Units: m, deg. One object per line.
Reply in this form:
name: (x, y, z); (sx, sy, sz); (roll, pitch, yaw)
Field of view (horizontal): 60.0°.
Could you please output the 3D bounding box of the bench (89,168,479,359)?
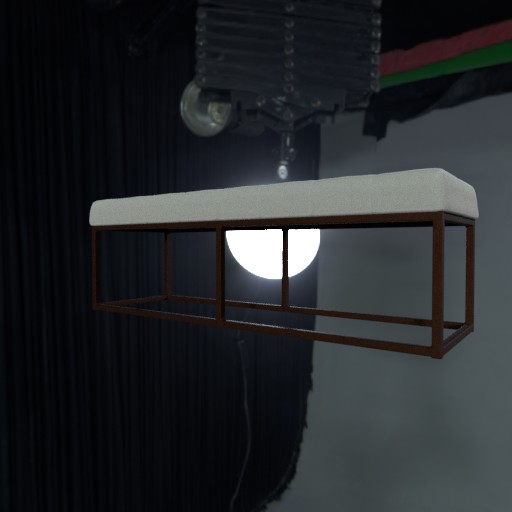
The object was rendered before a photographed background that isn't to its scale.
bench: (0.000, 0.000, 1.711); (1.488, 0.488, 0.479); (1, 2, 36)
